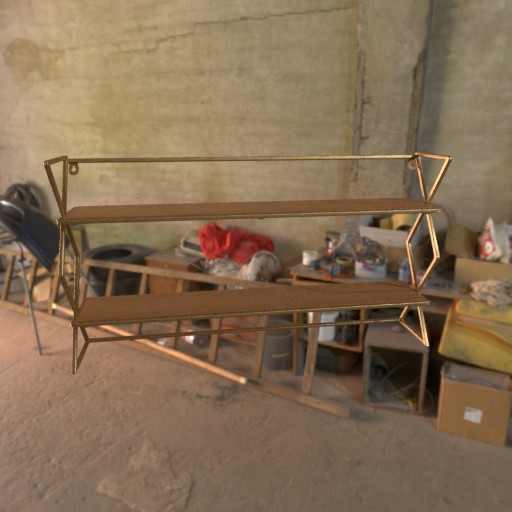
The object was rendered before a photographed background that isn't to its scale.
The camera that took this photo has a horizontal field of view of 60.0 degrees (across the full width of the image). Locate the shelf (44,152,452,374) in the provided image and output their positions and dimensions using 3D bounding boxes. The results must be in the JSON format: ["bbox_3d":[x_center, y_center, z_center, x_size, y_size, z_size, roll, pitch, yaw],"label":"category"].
[{"bbox_3d":[0.000,0.000,1.017,0.822,0.450,0.150,-3,17,-8],"label":"shelf"}]
